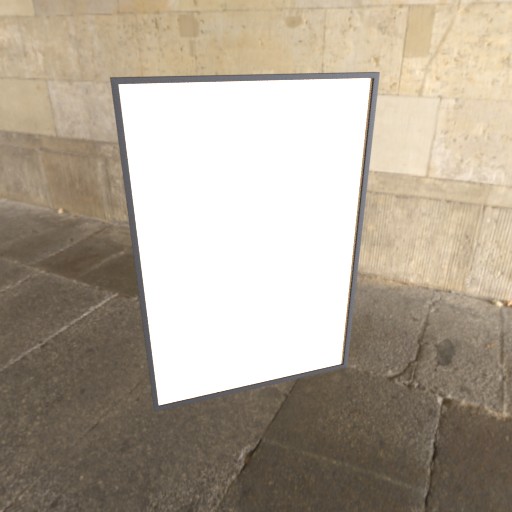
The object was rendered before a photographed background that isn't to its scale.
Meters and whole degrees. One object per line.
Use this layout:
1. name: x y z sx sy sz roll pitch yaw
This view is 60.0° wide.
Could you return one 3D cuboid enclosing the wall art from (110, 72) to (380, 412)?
1. wall art: 0.000 0.000 0.866 0.457 0.657 0.013 -8 27 -16
